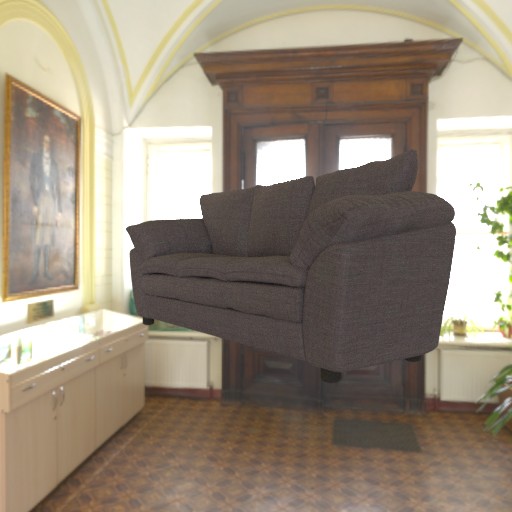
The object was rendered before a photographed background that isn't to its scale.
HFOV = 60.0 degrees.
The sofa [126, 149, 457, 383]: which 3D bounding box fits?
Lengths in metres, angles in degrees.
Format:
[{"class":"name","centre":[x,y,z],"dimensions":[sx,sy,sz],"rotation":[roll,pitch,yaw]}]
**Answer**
[{"class":"sofa","centre":[0.000,0.000,2.883],"dimensions":[0.883,1.080,2.336],"rotation":[0,0,-37]}]
